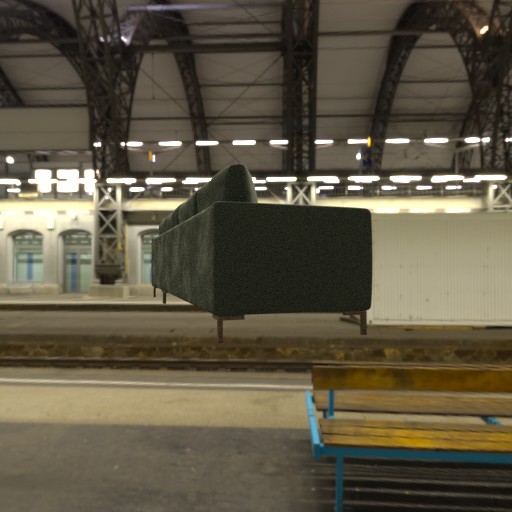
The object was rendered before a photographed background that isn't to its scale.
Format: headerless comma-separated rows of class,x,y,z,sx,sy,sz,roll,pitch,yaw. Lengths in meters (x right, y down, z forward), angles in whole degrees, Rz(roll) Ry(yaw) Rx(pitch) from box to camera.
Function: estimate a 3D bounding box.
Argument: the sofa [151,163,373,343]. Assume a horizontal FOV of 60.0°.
sofa,0.000,0.000,3.230,1.255,0.756,2.725,0,-1,-18
